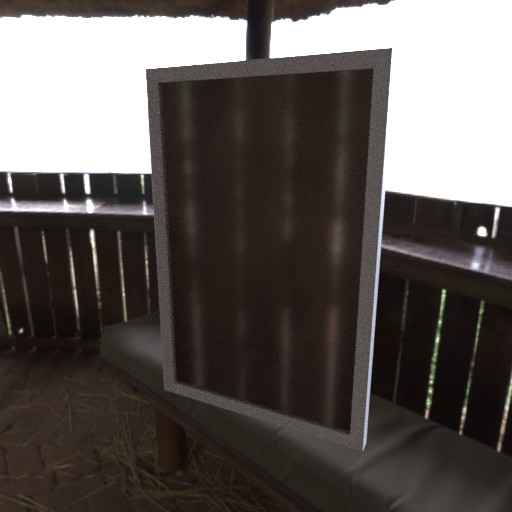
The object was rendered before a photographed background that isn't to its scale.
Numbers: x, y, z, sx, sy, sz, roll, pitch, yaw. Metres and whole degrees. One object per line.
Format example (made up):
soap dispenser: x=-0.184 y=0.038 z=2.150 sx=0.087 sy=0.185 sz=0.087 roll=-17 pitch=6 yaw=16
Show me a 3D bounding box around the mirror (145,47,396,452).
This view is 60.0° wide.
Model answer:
mirror: x=0.000 y=0.000 z=1.122 sx=0.609 sy=0.914 sz=0.041 roll=8 pitch=17 yaw=26
